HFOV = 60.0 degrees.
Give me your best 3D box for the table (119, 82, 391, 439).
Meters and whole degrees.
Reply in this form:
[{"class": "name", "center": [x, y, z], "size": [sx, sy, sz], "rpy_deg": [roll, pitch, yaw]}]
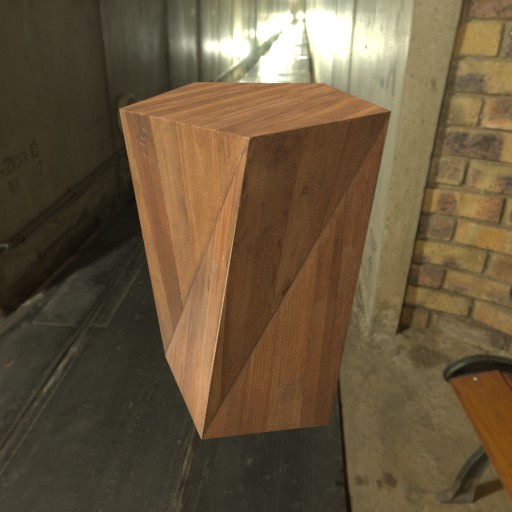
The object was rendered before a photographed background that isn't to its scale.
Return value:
[{"class": "table", "center": [0.000, 0.000, 0.895], "size": [0.425, 0.604, 0.441], "rpy_deg": [-18, 35, -27]}]
